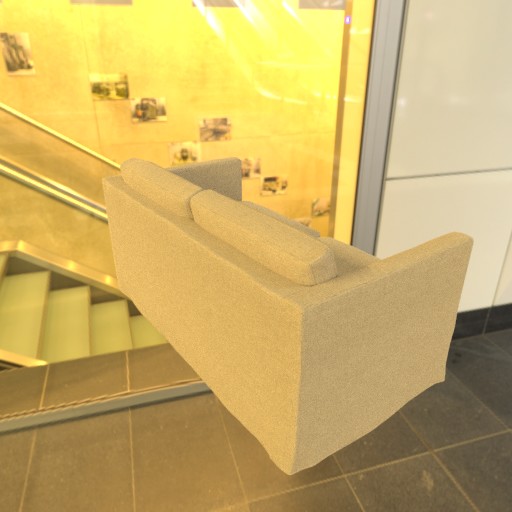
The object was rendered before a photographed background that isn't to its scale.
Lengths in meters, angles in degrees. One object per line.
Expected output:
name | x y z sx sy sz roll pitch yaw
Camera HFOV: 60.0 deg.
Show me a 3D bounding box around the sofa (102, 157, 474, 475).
sofa | 0.000 0.000 2.268 0.956 0.828 1.766 -17 31 -32
